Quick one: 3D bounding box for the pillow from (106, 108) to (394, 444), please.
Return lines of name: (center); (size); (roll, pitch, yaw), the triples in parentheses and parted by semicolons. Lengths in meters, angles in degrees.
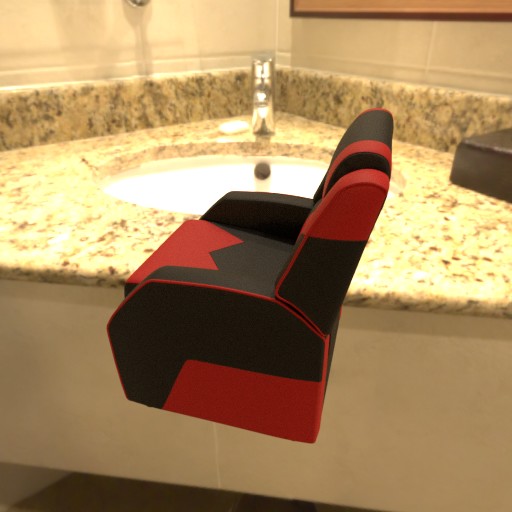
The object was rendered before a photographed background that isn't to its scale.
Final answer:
pillow: (0.000, 0.000, 1.299); (0.672, 0.805, 0.620); (8, 30, 14)
